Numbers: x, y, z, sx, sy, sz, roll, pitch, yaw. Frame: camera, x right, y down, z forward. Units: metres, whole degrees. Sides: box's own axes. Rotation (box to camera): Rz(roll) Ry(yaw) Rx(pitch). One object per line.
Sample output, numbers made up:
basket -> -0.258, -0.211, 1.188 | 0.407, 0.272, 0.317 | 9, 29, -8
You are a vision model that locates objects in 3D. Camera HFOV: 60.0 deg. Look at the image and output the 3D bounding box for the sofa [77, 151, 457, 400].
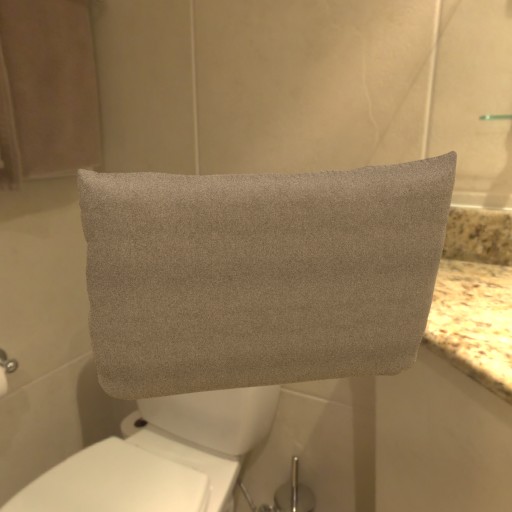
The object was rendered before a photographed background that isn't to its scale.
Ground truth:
sofa -> 0.000, 0.000, 1.694 | 1.144, 0.795, 0.847 | -3, 15, -10
